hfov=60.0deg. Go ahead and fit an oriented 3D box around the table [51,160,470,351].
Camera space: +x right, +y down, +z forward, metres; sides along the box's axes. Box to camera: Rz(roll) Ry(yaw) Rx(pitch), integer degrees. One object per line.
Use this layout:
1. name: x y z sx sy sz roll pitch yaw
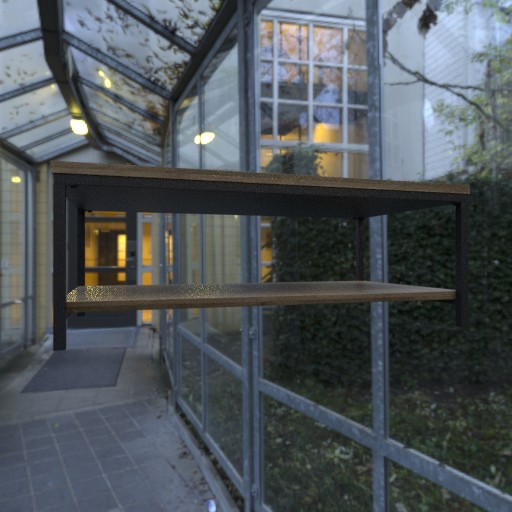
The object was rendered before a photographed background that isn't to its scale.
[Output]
1. table: 0.000 0.000 1.343 1.062 0.393 0.574 0 0 -17
